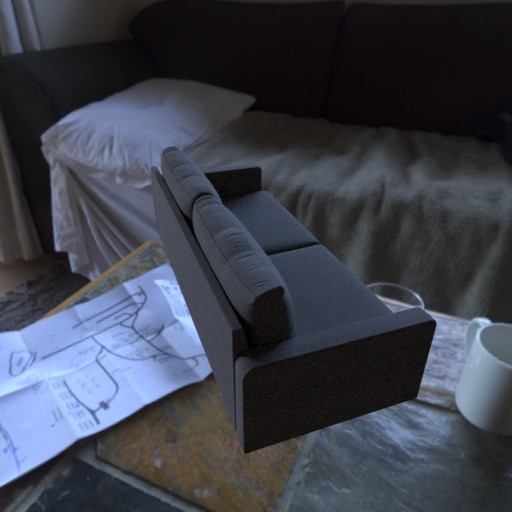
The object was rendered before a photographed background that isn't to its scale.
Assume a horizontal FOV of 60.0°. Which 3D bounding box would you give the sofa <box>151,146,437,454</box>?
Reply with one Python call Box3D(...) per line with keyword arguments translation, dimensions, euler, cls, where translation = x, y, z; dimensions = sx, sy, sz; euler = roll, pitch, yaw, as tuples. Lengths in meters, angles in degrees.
Box3D(translation=(0.000, 0.000, 2.614), dimensions=(0.880, 0.880, 2.100), euler=(-11, 32, -17), cls="sofa")
